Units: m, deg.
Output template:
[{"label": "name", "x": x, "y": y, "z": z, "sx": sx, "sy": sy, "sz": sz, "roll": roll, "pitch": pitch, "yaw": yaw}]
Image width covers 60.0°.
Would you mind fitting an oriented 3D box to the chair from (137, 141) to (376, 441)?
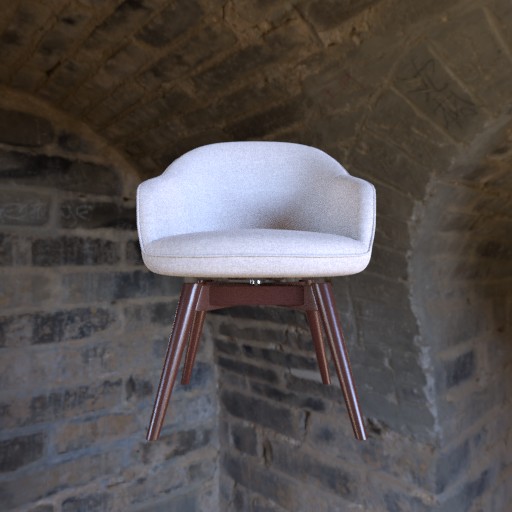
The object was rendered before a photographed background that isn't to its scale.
[{"label": "chair", "x": 0.000, "y": 0.000, "z": 1.251, "sx": 0.596, "sy": 0.823, "sz": 0.635, "roll": 0, "pitch": -2, "yaw": 0}]
